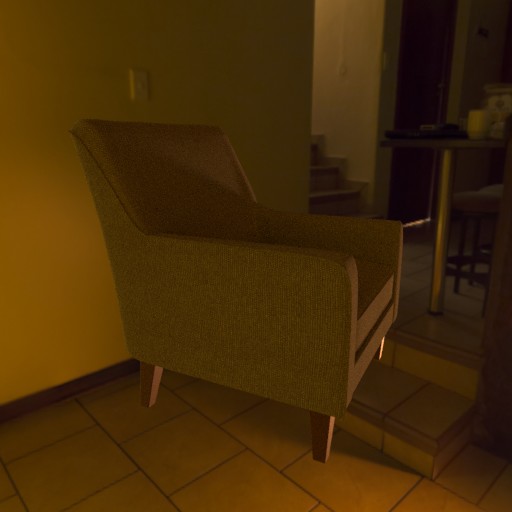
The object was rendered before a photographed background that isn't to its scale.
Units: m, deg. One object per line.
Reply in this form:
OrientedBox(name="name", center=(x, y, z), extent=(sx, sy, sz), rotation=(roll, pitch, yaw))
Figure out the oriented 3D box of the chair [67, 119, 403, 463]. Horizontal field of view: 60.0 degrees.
OrientedBox(name="chair", center=(0.000, 0.000, 1.567), extent=(0.899, 0.919, 0.780), rotation=(7, 16, 26))
